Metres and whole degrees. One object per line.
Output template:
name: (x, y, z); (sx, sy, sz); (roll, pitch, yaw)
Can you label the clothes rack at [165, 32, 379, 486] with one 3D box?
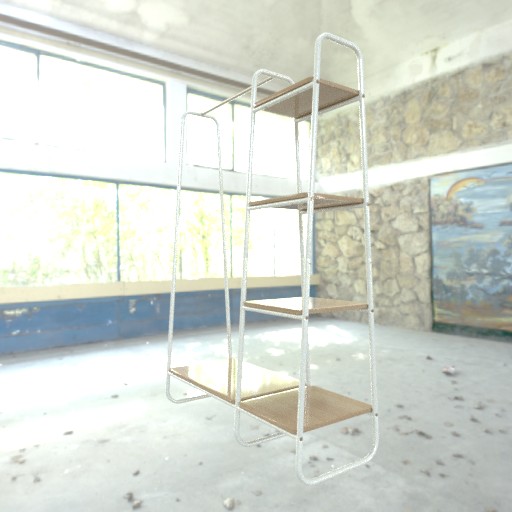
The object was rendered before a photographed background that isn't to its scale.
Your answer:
clothes rack: (0.000, 0.000, 1.926); (0.400, 1.500, 1.011); (0, 0, -36)
